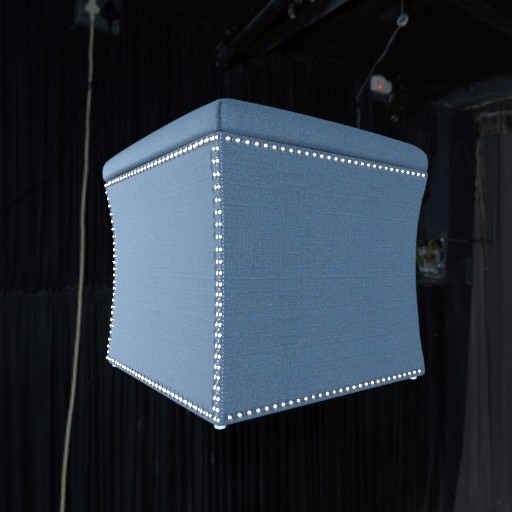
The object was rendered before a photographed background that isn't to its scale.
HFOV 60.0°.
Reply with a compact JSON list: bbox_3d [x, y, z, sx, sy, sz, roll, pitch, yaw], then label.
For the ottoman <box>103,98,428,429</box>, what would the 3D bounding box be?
[{"bbox_3d":[0.000,0.000,0.912,0.497,0.475,0.507,0,-1,-36],"label":"ottoman"}]
